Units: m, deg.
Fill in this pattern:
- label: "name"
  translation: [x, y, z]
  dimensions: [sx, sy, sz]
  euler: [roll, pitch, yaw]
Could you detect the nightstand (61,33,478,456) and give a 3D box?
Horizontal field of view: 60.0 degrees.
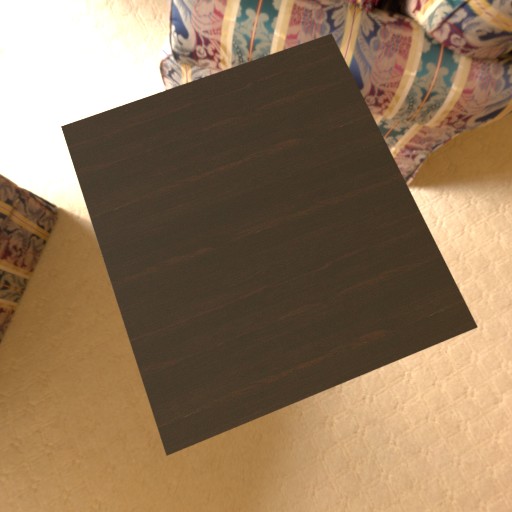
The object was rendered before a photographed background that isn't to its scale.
- label: "nightstand"
  translation: [0.000, 0.000, 0.795]
  dimensions: [0.400, 0.460, 0.461]
  euler: [-21, 78, -5]
